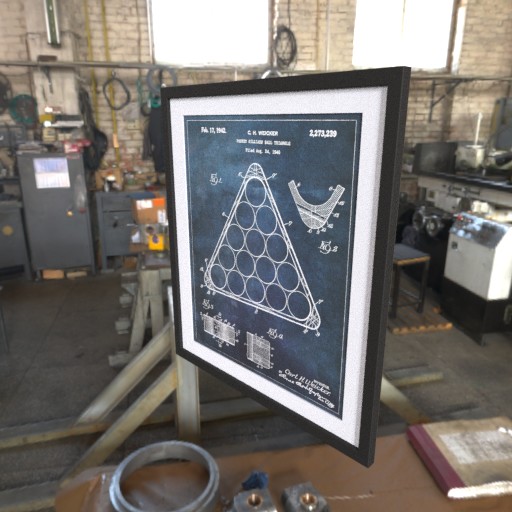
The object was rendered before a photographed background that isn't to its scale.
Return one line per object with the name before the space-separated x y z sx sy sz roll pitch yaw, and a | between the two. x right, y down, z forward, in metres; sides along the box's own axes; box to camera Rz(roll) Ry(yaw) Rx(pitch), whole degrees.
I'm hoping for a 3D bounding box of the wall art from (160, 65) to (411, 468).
wall art | 0.000 0.000 1.164 0.755 0.863 0.028 16 23 42
